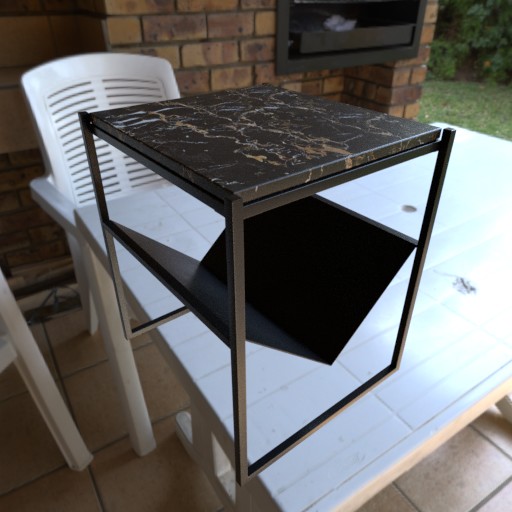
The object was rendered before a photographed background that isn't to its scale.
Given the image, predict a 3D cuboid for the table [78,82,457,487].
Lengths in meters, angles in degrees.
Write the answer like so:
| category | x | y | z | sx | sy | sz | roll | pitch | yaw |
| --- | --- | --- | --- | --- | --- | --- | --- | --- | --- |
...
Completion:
| category | x | y | z | sx | sy | sz | roll | pitch | yaw |
| --- | --- | --- | --- | --- | --- | --- | --- | --- | --- |
| table | 0.000 | 0.000 | 0.877 | 0.432 | 0.534 | 0.469 | -23 | 38 | -32 |
